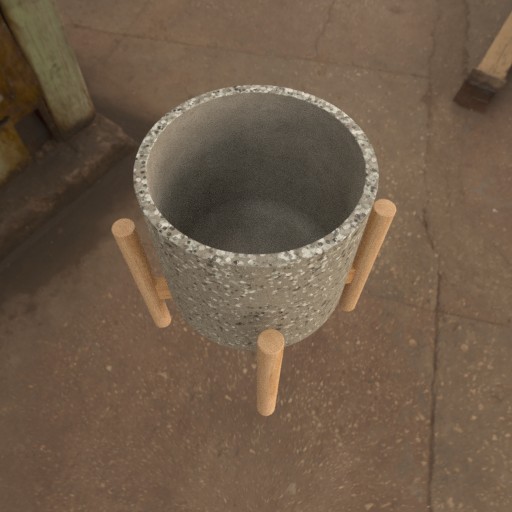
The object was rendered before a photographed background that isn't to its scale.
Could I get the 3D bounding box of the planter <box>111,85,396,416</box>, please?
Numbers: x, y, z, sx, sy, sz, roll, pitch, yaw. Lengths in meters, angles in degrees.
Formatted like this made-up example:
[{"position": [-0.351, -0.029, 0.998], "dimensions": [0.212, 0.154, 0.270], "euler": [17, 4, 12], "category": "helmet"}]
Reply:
[{"position": [0.000, 0.000, 0.540], "dimensions": [0.284, 0.320, 0.284], "euler": [15, 59, 9], "category": "planter"}]
